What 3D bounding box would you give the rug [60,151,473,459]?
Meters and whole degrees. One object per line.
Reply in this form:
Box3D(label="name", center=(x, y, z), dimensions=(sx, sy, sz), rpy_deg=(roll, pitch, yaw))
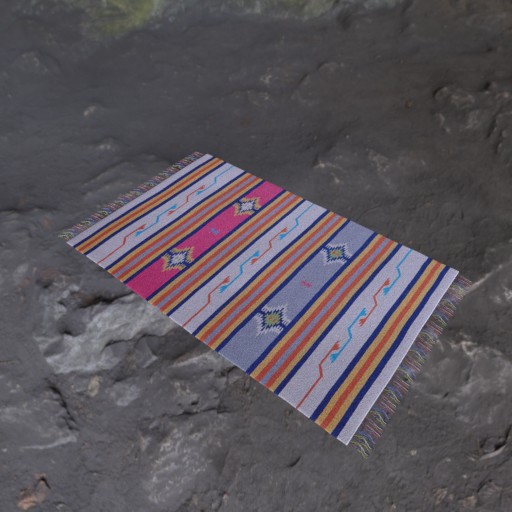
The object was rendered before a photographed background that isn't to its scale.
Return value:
Box3D(label="rug", center=(0.000, 0.000, 2.246), dimensions=(1.849, 0.013, 1.084), rpy_deg=(30, 52, 26))
